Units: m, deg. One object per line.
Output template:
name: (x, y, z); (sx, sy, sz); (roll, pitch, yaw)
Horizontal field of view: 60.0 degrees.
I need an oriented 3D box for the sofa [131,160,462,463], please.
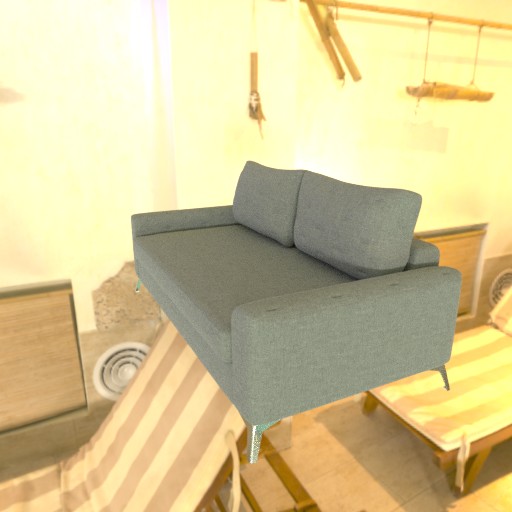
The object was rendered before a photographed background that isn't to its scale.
sofa: (0.000, 0.000, 2.141); (0.920, 0.790, 1.650); (-8, 19, -26)
